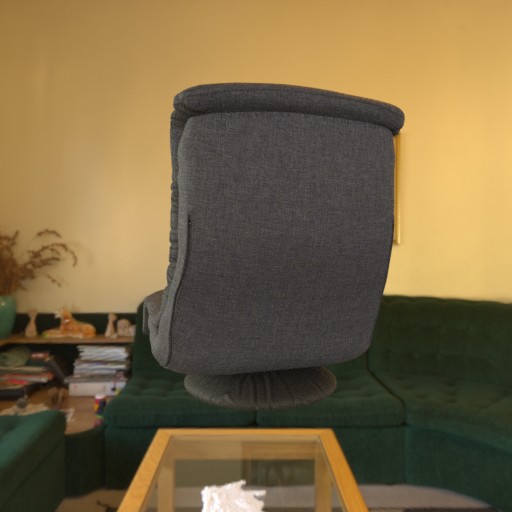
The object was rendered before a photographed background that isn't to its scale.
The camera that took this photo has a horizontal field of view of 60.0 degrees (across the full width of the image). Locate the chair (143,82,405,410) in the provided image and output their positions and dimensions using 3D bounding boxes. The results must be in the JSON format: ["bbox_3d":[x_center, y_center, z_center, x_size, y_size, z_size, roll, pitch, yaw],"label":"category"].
[{"bbox_3d":[0.000,0.000,1.261,0.597,0.749,0.668,0,1,-18],"label":"chair"}]
